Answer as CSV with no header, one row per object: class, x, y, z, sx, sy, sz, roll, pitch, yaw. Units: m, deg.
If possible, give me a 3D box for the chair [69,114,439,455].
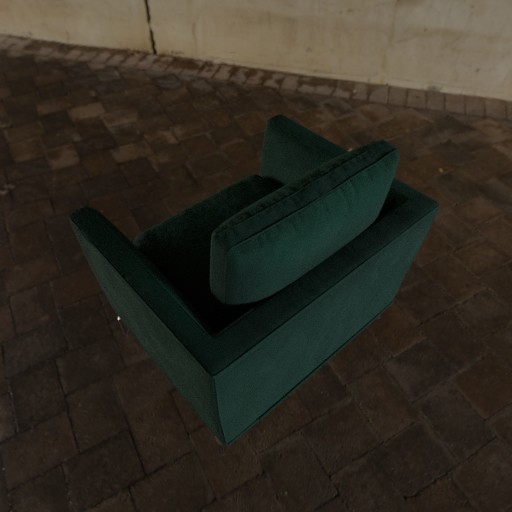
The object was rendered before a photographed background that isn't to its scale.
chair,0.000,0.000,1.757,1.047,0.997,0.852,-33,55,-27
